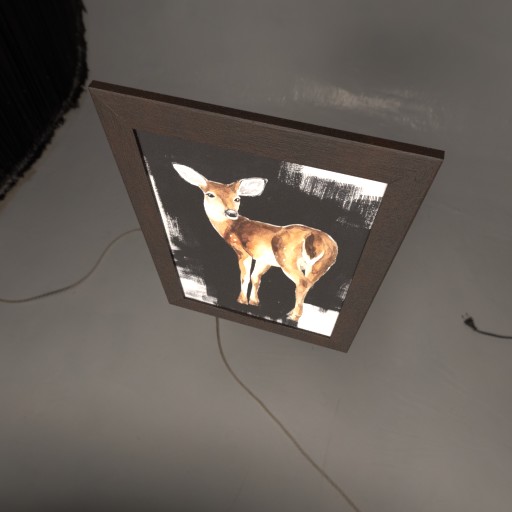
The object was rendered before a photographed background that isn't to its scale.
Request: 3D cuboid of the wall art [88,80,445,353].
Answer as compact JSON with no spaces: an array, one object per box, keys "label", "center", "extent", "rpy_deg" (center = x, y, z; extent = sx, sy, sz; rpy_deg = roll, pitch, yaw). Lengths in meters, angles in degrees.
[{"label":"wall art","center":[0.000,0.000,0.646],"extent":[0.359,0.508,0.013],"rpy_deg":[14,59,9]}]
